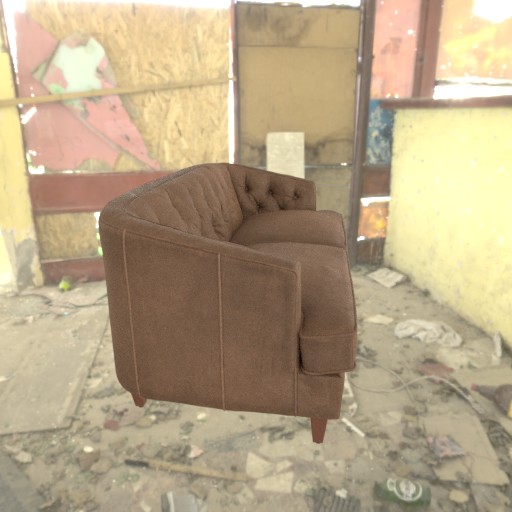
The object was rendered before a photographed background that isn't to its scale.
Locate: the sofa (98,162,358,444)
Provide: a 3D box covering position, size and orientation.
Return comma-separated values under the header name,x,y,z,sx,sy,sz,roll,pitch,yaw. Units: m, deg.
name,x,y,z,sx,sy,sz,roll,pitch,yaw
sofa,0.000,0.000,2.209,0.917,0.799,1.767,3,18,9
